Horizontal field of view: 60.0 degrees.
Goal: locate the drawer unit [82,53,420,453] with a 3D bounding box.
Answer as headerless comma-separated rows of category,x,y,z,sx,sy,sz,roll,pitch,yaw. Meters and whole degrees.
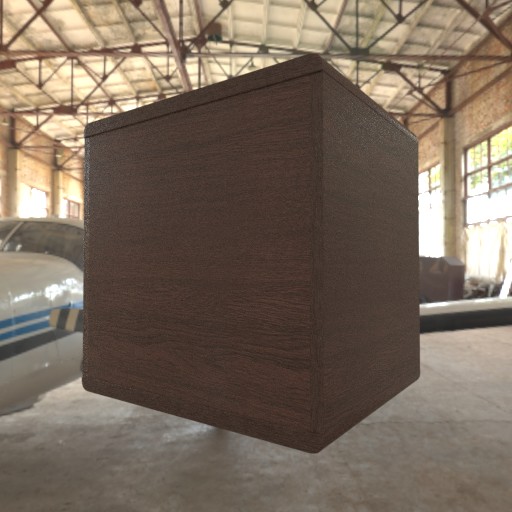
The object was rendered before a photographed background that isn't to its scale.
drawer unit,0.000,0.000,0.590,0.344,0.344,0.290,-1,-1,36
